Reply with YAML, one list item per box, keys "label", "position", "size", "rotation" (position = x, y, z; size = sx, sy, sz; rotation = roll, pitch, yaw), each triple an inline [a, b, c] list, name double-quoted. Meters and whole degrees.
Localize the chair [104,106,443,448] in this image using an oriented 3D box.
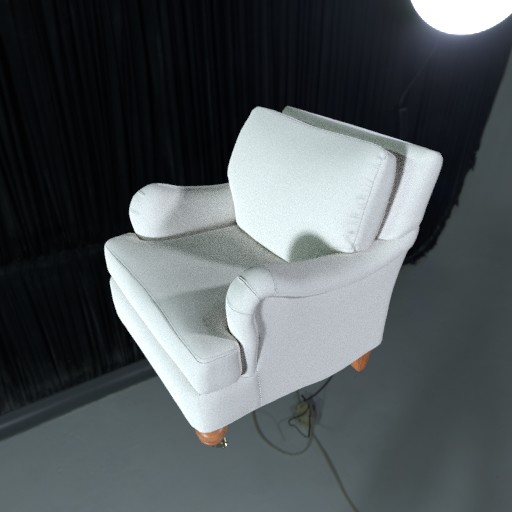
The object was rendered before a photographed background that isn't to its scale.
- label: "chair"
  position: [0.000, 0.000, 1.885]
  size: [1.070, 1.038, 0.955]
  rotation: [-20, 36, -29]
